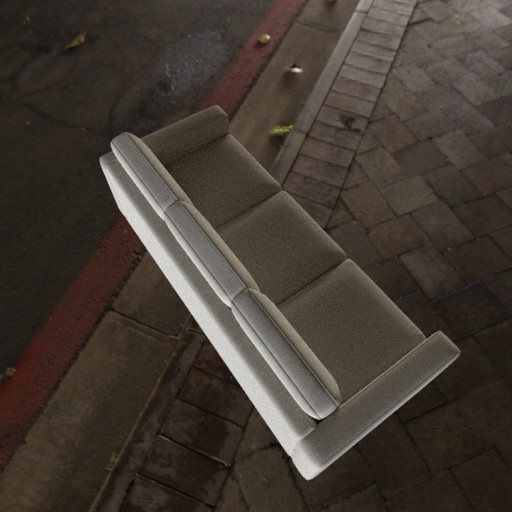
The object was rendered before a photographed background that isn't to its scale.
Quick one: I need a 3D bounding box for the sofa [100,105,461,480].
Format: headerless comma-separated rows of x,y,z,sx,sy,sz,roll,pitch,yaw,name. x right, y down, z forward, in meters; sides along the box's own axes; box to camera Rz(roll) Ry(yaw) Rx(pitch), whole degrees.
0.000,0.000,2.549,0.900,0.800,2.160,-31,63,-18,sofa
